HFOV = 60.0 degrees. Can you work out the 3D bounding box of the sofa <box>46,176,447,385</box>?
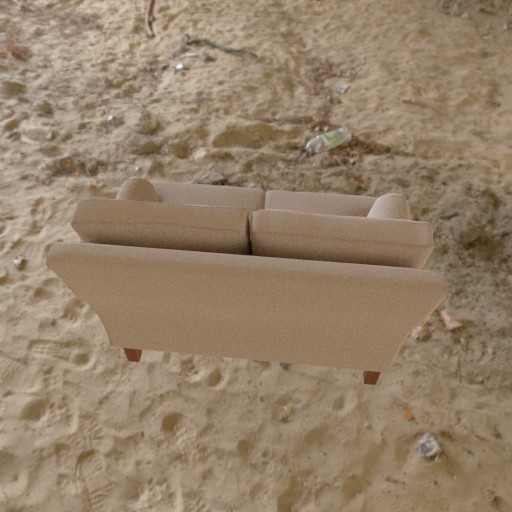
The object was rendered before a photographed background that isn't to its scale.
[{"bbox_3d":[0.000,0.000,2.242,1.508,1.048,1.087,4,47,4],"label":"sofa"}]
